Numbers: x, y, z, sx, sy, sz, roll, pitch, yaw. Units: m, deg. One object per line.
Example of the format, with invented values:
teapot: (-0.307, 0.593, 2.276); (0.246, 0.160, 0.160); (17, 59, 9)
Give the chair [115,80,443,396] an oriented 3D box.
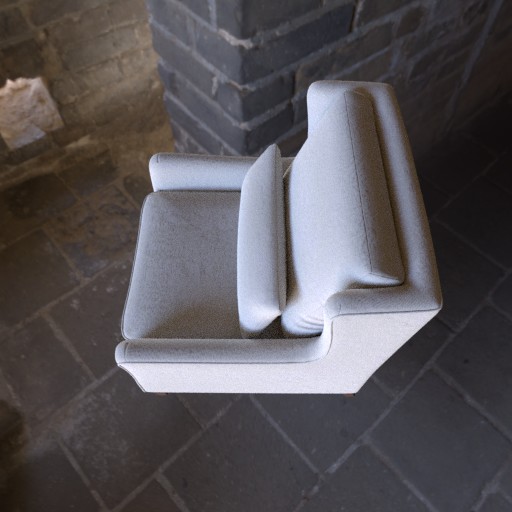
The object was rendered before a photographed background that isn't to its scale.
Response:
chair: (0.000, 0.000, 1.839); (1.040, 1.056, 0.982); (0, 59, 0)
